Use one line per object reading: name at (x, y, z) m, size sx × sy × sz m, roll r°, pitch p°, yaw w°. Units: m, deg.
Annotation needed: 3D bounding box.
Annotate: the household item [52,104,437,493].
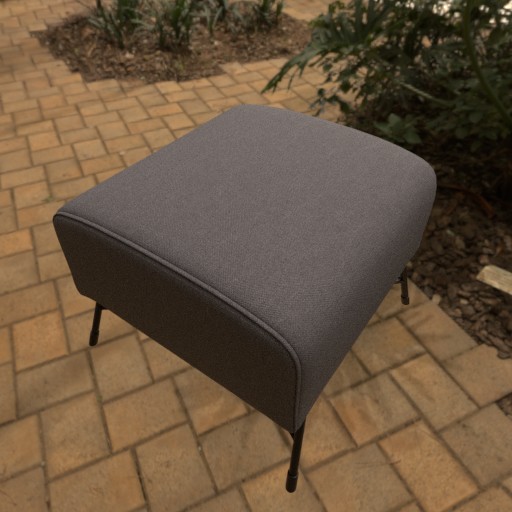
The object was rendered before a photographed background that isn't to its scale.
household item at (0.000, 0.000, 0.876) m, size 0.530 × 0.410 × 0.530 m, roll 26°, pitch 49°, yaw 25°
